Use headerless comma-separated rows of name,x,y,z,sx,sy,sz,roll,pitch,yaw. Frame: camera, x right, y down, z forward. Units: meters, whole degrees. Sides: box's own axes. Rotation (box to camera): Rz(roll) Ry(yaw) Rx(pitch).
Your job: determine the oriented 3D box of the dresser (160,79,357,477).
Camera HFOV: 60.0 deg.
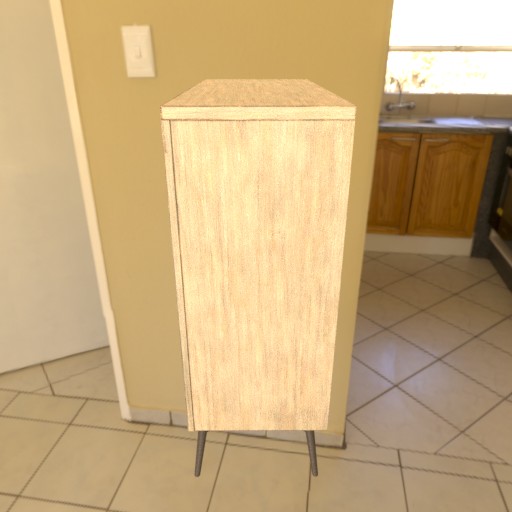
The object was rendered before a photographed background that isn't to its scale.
dresser,0.000,0.000,1.719,0.457,1.219,1.016,0,25,0
